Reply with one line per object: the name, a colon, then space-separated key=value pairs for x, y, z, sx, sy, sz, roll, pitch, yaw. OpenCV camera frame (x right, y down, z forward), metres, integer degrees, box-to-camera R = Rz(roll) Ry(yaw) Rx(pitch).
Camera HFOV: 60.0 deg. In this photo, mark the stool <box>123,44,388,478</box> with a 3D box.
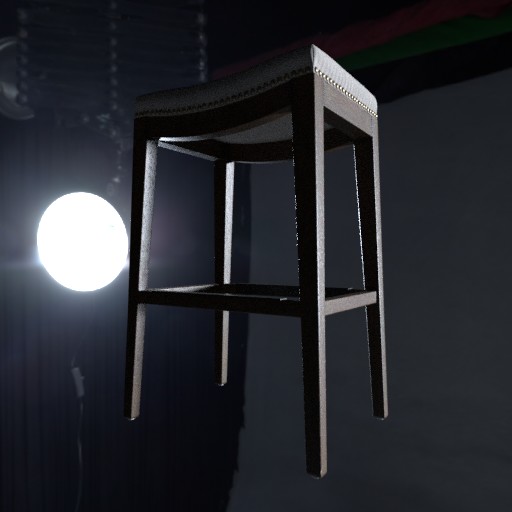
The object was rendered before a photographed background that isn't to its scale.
stool: x=0.000 y=0.000 z=1.037 sx=0.508 sy=0.762 sz=0.356 roll=0 pitch=0 yaw=34
